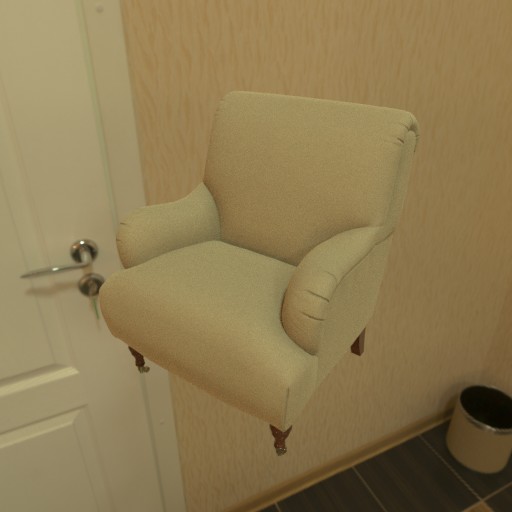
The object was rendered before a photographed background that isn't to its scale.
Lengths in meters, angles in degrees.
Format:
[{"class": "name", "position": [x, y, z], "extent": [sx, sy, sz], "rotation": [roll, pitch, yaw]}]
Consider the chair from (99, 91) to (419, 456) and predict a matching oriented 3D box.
[{"class": "chair", "position": [0.000, 0.000, 1.513], "extent": [0.766, 0.942, 0.842], "rotation": [19, 34, 30]}]
